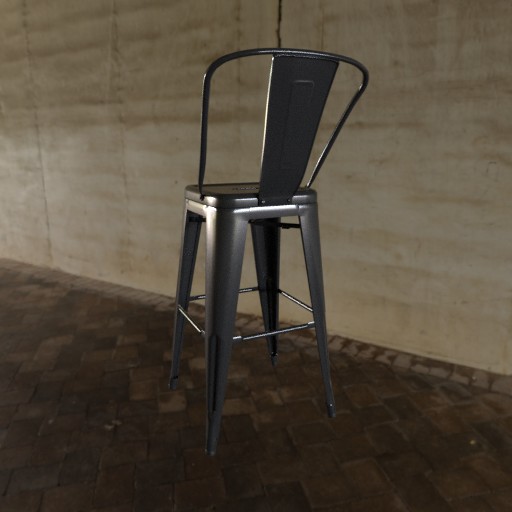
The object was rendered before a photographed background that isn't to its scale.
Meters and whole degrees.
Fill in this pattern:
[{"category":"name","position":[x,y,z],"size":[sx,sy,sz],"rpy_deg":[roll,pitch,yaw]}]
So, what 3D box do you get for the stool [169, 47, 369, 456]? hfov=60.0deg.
[{"category":"stool","position":[0.000,0.000,1.291],"size":[0.432,1.022,0.528],"rpy_deg":[-7,15,-25]}]
